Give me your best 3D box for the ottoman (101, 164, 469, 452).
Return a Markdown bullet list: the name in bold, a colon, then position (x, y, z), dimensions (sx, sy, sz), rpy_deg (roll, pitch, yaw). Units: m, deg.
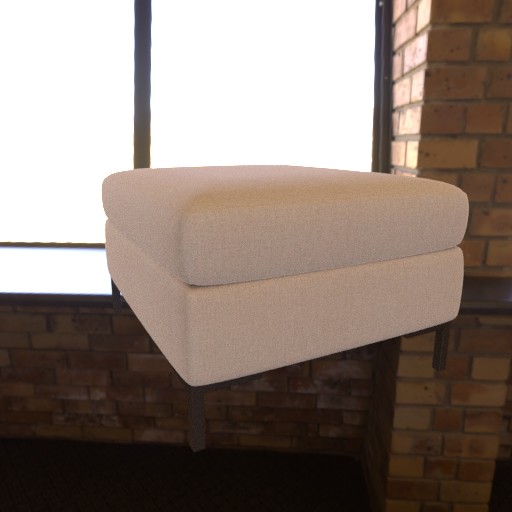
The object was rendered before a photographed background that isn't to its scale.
- **ottoman**: position (0.000, 0.000, 1.159), dimensions (0.657, 0.453, 0.794), rpy_deg (-7, 16, -27)
